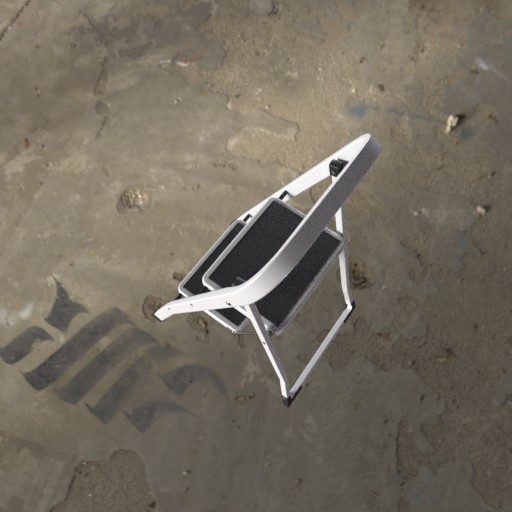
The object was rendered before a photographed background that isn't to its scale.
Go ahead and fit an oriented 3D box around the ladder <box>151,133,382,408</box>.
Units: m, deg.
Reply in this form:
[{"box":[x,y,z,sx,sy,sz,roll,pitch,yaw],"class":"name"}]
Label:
[{"box":[0.000,0.000,1.144,0.544,0.810,0.460,33,68,15],"class":"ladder"}]
